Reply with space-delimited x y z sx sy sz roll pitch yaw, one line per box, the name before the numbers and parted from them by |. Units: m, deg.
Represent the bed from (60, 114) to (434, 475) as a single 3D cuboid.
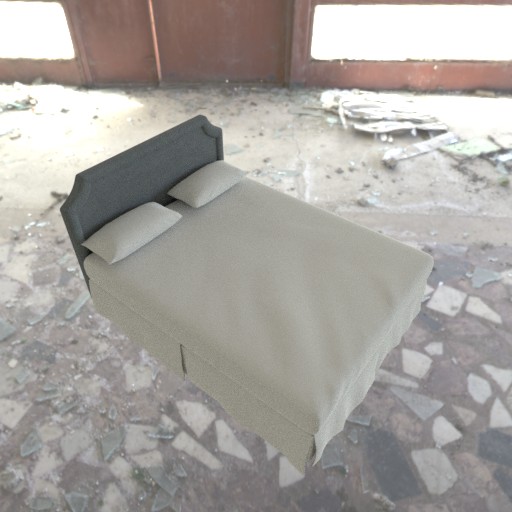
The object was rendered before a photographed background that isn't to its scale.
bed | 0.000 0.000 3.681 2.464 1.306 1.977 28 49 27
